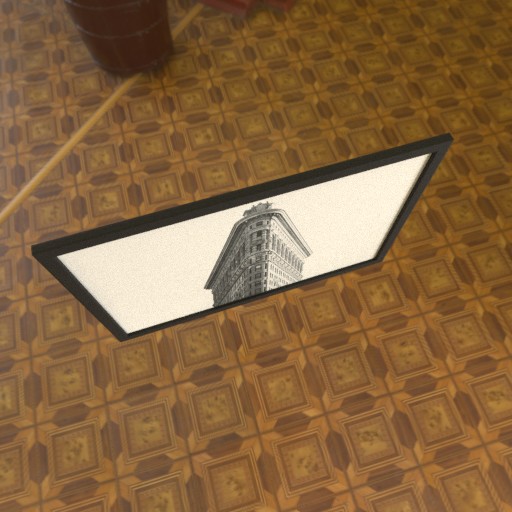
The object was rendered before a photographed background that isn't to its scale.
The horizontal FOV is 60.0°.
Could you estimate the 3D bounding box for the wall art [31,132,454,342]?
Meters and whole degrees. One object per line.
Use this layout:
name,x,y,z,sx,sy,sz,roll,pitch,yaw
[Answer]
wall art,0.000,0.000,1.265,0.964,0.659,0.049,-15,65,-7
